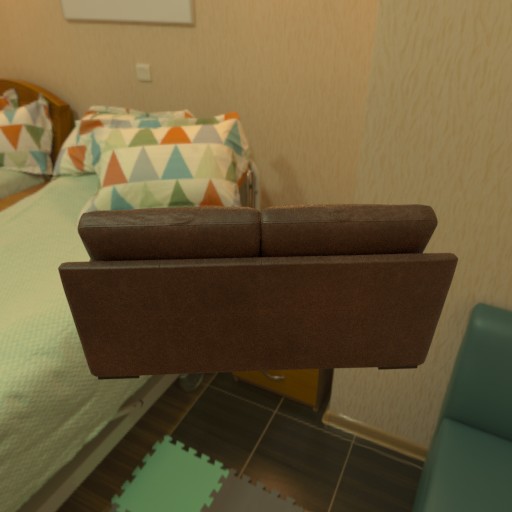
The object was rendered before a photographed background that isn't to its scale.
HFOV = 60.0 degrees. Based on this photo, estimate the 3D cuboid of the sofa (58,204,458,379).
[{"bbox_3d":[0.000,0.000,2.599,1.880,0.939,1.143,-1,30,-2],"label":"sofa"}]
